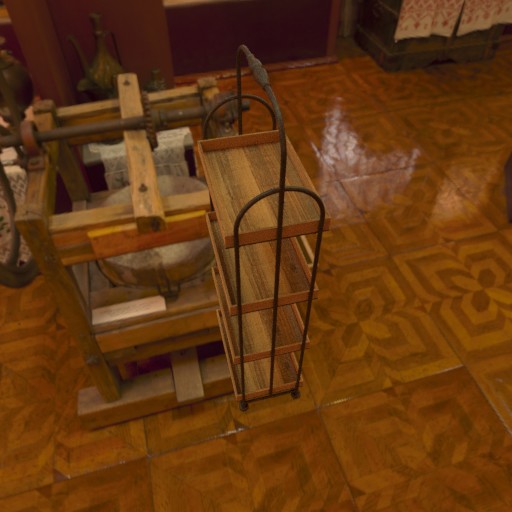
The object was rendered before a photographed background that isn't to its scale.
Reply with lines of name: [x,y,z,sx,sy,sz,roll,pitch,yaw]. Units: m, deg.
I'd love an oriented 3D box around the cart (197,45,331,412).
cart: [0.000,0.000,1.686,0.308,1.481,0.581,-10,48,-9]
